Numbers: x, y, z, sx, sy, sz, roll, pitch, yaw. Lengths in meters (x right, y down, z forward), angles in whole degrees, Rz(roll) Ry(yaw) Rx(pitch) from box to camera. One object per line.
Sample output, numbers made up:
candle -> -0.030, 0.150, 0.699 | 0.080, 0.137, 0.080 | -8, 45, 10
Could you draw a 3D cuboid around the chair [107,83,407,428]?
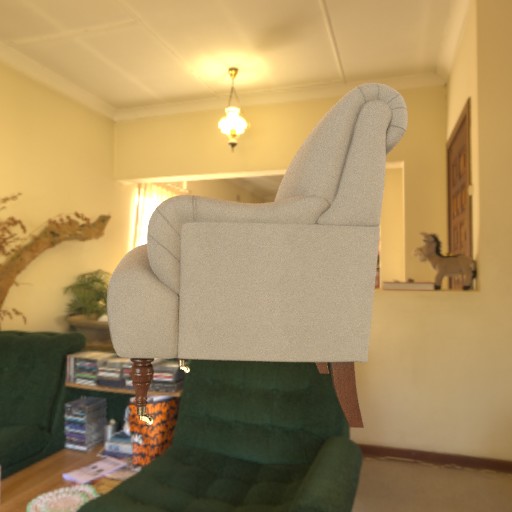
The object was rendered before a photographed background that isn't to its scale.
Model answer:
chair -> 0.000, 0.000, 1.531 | 0.842, 0.942, 0.766 | 0, -2, 1
